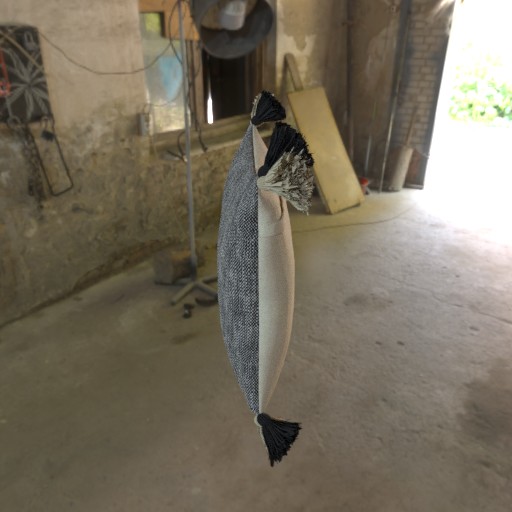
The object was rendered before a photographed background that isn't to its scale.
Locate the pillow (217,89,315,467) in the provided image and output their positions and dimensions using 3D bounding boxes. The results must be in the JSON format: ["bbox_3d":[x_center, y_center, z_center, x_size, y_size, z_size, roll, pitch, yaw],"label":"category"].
[{"bbox_3d":[0.000,0.000,0.984,0.170,0.659,0.654,-1,27,-1],"label":"pillow"}]
